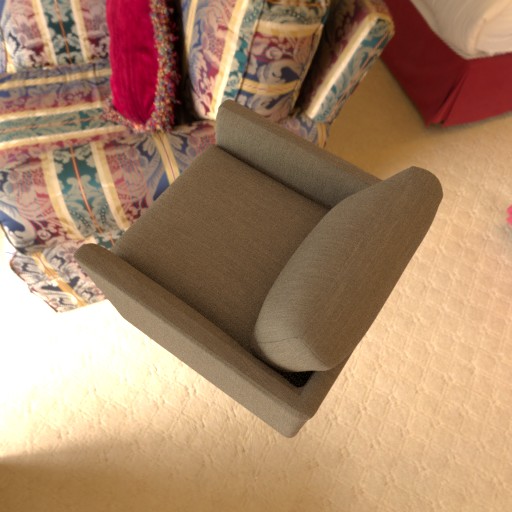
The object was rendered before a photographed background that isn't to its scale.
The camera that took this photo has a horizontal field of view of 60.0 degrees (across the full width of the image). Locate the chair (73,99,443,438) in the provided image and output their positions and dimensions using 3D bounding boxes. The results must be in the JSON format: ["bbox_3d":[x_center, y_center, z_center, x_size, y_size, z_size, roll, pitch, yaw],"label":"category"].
[{"bbox_3d":[0.000,0.000,1.474,0.834,0.811,0.763,32,68,15],"label":"chair"}]
